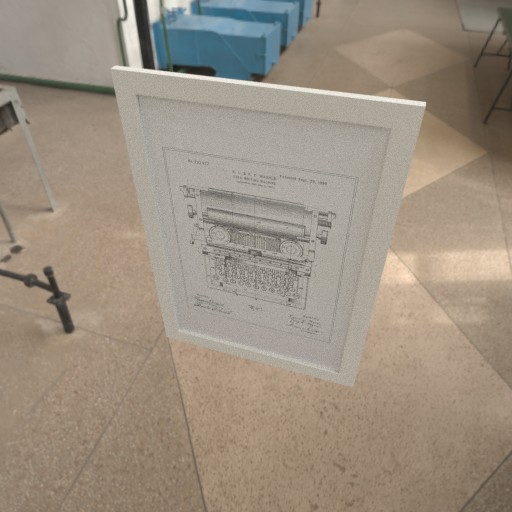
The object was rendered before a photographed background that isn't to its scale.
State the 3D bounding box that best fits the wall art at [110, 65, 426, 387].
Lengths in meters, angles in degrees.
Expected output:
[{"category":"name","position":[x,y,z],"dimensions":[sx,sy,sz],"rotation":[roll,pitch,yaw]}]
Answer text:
[{"category":"wall art","position":[0.000,0.000,0.692],"dimensions":[0.381,0.533,0.013],"rotation":[12,43,13]}]
